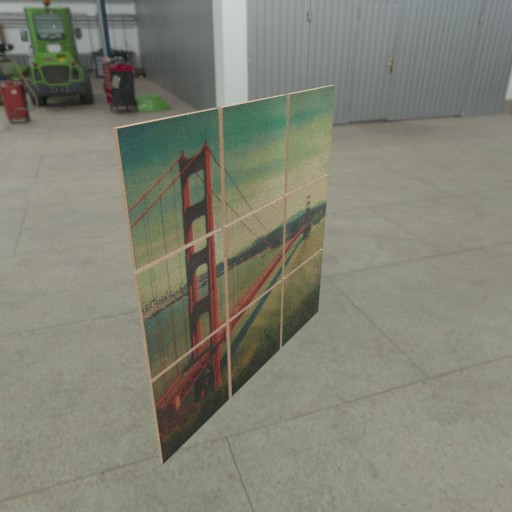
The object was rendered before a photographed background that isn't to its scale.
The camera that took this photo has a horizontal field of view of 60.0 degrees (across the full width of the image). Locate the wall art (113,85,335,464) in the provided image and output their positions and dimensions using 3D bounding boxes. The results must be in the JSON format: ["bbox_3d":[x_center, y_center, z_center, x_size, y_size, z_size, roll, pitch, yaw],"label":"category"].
[{"bbox_3d":[0.000,0.000,1.362,0.012,0.910,0.917,17,32,31],"label":"wall art"}]
